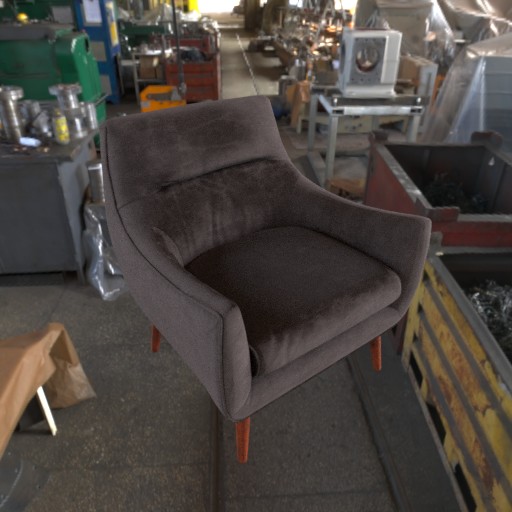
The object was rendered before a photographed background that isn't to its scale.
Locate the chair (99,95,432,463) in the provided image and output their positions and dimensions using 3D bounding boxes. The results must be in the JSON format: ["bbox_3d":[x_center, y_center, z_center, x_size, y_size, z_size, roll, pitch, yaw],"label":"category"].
[{"bbox_3d":[0.000,0.000,1.433,0.762,0.838,0.787,-21,37,-31],"label":"chair"}]
